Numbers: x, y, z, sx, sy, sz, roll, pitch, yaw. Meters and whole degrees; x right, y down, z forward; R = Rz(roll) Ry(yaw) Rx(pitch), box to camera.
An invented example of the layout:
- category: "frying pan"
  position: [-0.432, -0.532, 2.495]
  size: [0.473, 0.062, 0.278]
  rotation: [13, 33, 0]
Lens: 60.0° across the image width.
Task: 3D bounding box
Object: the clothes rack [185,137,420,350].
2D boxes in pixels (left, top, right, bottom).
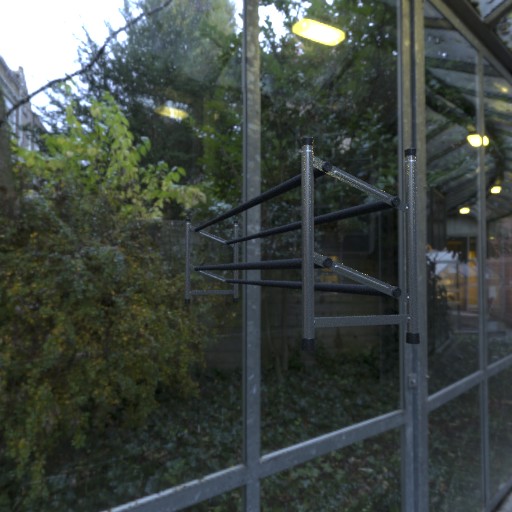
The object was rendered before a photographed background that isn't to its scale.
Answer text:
- category: "clothes rack"
  position: [0.000, 0.000, 1.305]
  size: [0.229, 0.349, 1.168]
  rotation: [1, -2, -19]
